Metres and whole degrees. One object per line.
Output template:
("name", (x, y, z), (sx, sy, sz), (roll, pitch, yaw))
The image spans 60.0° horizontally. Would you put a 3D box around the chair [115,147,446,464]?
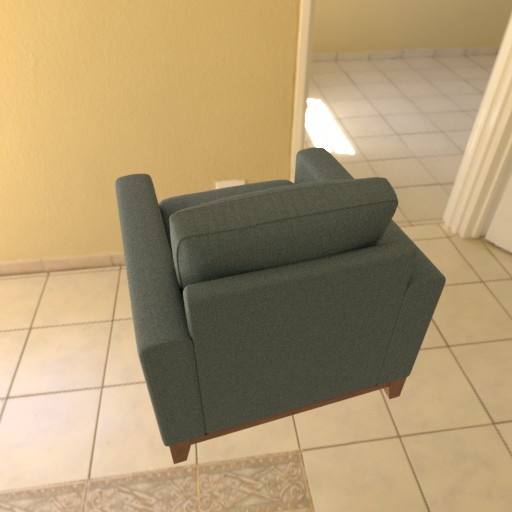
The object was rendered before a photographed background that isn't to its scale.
("chair", (0.000, 0.000, 1.858), (1.024, 1.010, 1.038), (-11, 42, -13))
